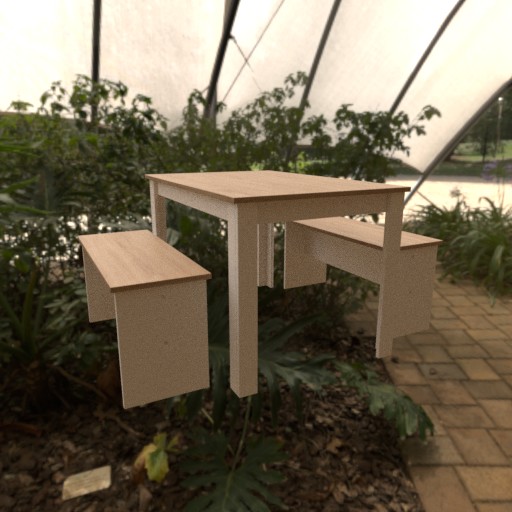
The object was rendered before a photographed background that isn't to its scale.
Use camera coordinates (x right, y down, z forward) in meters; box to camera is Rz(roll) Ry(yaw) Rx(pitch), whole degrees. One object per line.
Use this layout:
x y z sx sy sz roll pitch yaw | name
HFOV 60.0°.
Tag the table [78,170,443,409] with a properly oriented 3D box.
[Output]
0.000 0.000 2.057 1.443 0.700 1.100 -7 16 -26 | table
